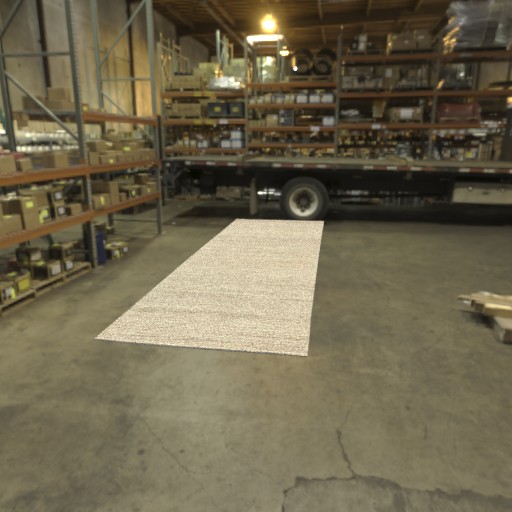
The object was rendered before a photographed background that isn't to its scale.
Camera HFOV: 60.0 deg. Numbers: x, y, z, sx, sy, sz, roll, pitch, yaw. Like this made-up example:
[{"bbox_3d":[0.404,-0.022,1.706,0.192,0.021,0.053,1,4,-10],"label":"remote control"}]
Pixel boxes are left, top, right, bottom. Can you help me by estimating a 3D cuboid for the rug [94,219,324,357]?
[{"bbox_3d":[0.000,0.000,2.608,0.741,0.014,2.390,3,15,9],"label":"rug"}]
